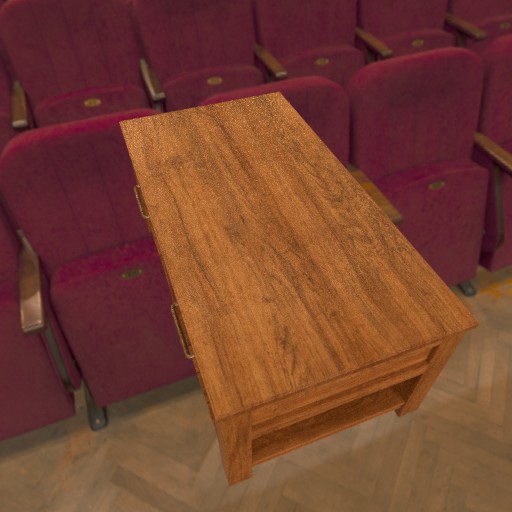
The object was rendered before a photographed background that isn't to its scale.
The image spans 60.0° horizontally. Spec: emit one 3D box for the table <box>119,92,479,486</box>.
[{"bbox_3d":[0.000,0.000,1.456,0.635,0.480,1.150,-16,49,-14],"label":"table"}]
